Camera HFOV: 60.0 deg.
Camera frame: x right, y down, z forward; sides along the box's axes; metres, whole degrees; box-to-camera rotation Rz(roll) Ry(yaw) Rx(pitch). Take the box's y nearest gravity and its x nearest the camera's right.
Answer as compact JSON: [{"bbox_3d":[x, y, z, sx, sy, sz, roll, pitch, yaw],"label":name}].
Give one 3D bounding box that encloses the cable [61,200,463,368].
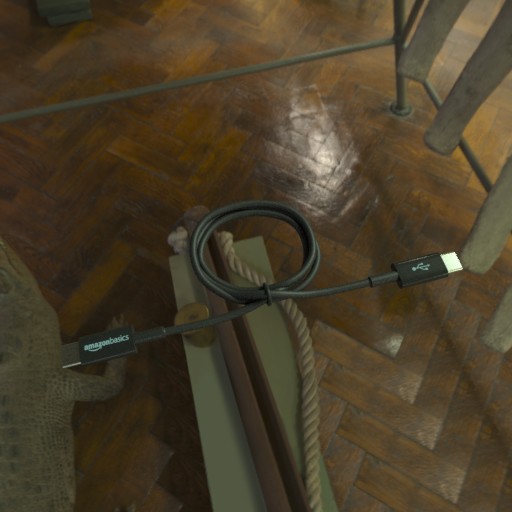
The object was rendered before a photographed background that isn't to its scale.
[{"bbox_3d":[0.000,0.000,0.229,0.203,0.014,0.070,-13,65,-6],"label":"cable"}]
